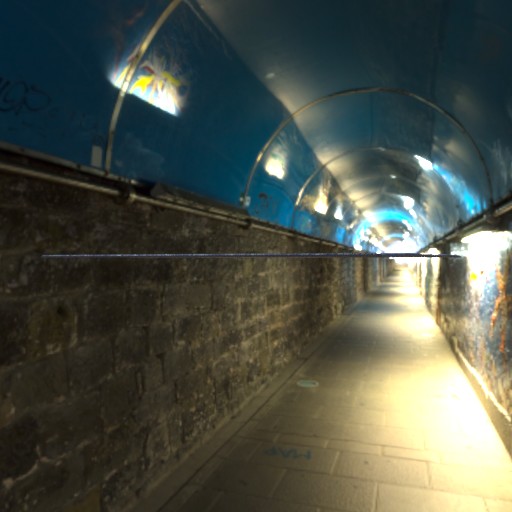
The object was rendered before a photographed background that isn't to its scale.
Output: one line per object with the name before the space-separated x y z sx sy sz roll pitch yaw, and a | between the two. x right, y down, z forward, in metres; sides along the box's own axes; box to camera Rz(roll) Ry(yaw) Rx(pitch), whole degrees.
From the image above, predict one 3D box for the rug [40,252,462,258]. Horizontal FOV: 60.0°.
rug | 0.000 0.000 4.740 3.612 0.035 2.716 0 0 34
